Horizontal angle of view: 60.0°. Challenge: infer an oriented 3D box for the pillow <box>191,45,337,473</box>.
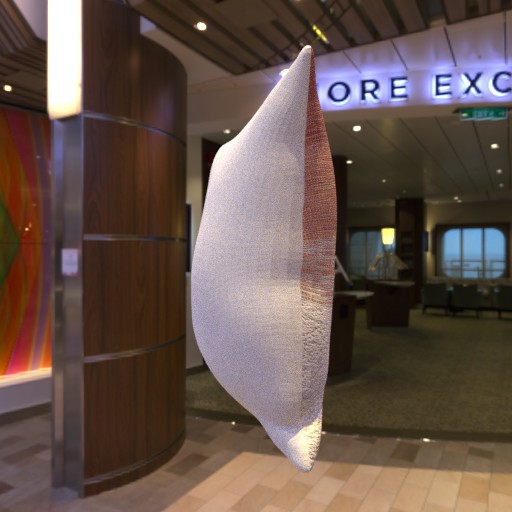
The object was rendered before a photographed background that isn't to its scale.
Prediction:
[{"bbox_3d":[0.000,0.000,0.658,0.182,0.441,0.440,0,0,-16],"label":"pillow"}]
